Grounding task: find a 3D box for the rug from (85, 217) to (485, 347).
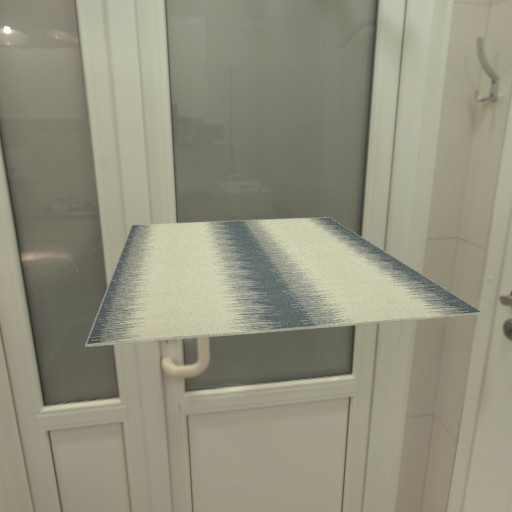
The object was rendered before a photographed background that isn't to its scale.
[{"bbox_3d":[0.000,0.000,4.054,2.453,0.004,3.037,-3,17,-10],"label":"rug"}]
